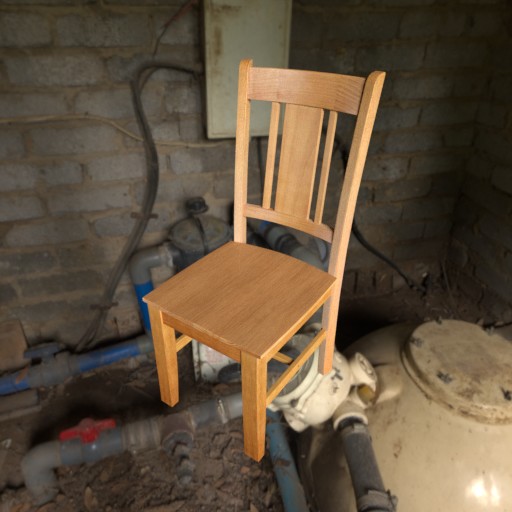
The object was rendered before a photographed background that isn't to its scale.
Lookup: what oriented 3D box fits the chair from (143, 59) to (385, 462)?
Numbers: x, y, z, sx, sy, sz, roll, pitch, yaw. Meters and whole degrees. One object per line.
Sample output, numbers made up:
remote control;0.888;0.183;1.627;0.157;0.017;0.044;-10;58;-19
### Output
chair;0.000;0.000;1.316;0.450;0.998;0.556;20;36;30
